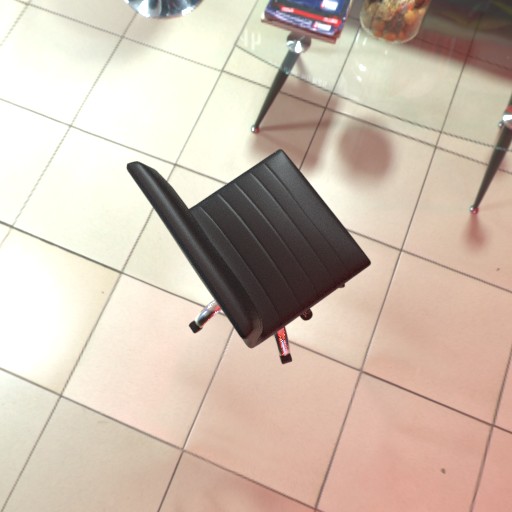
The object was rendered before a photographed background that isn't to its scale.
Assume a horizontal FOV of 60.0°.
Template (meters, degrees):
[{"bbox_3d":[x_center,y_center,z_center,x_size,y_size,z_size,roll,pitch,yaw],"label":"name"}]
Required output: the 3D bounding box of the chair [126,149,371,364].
[{"bbox_3d":[0.000,0.000,1.166,0.530,0.780,0.556,-34,77,-9],"label":"chair"}]
